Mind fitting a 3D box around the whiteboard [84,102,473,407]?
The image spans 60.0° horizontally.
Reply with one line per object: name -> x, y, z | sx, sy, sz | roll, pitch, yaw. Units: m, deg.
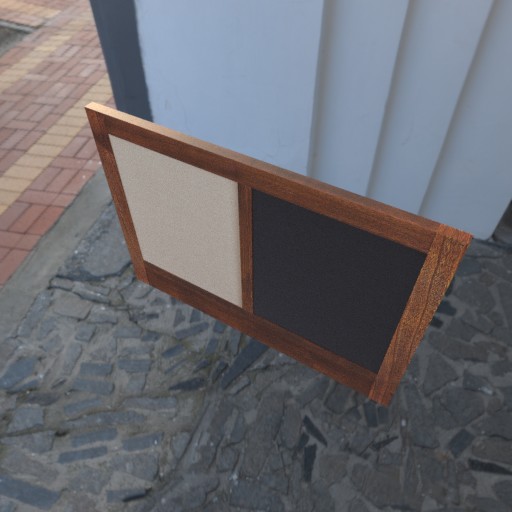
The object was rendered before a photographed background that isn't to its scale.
whiteboard -> 0.000, 0.000, 1.001 | 0.768, 0.553, 0.083 | 24, 52, 20
